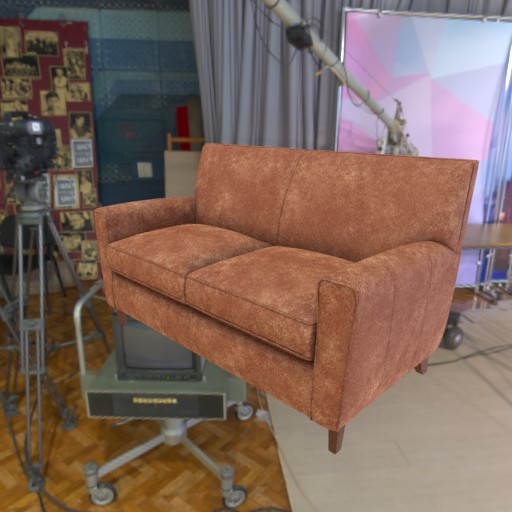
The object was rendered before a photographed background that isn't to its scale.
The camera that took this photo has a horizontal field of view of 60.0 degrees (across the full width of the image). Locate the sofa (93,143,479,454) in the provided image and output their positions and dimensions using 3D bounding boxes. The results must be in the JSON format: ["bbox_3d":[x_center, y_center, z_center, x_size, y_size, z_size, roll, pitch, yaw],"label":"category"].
[{"bbox_3d":[0.000,0.000,1.930,1.473,0.871,0.787,16,24,42],"label":"sofa"}]
